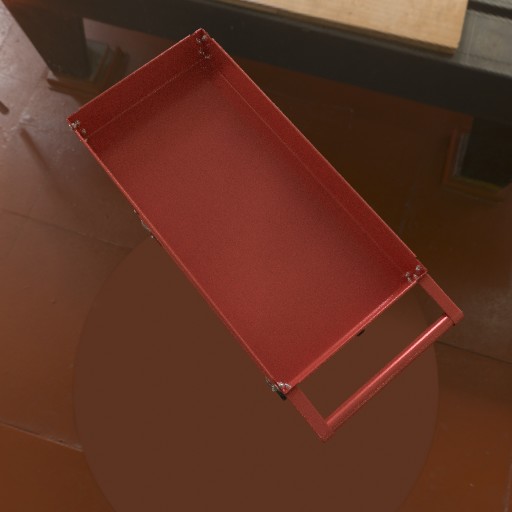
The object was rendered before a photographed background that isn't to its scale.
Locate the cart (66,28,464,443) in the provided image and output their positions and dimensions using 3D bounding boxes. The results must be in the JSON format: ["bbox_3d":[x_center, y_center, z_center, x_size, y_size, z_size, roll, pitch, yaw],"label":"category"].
[{"bbox_3d":[0.000,0.000,1.167,0.366,0.719,0.779,-38,79,-9],"label":"cart"}]
